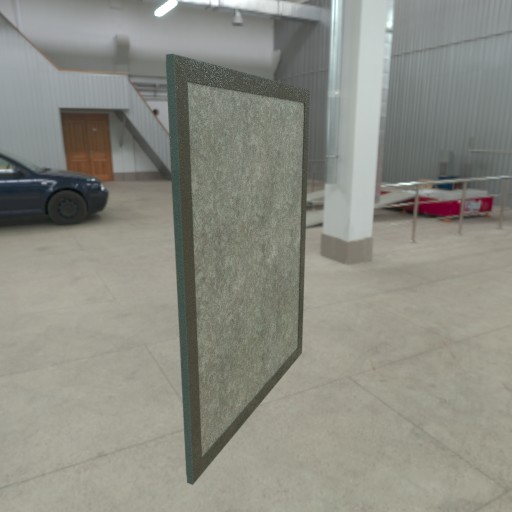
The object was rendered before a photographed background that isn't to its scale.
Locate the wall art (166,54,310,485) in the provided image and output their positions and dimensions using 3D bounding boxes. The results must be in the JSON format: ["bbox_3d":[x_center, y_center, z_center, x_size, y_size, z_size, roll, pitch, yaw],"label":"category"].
[{"bbox_3d":[0.000,0.000,1.304,0.030,0.983,0.767,7,17,25],"label":"wall art"}]
